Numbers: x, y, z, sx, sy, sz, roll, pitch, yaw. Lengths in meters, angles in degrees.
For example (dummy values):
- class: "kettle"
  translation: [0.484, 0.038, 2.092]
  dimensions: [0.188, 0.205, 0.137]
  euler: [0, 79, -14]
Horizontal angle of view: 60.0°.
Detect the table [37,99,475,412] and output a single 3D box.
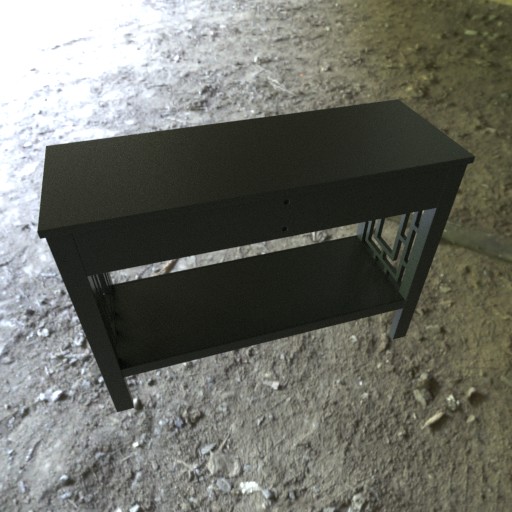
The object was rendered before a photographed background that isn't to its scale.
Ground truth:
- class: "table"
  translation: [0.000, 0.000, 1.424]
  dimensions: [1.068, 0.753, 0.397]
  euler: [-11, 43, -12]
